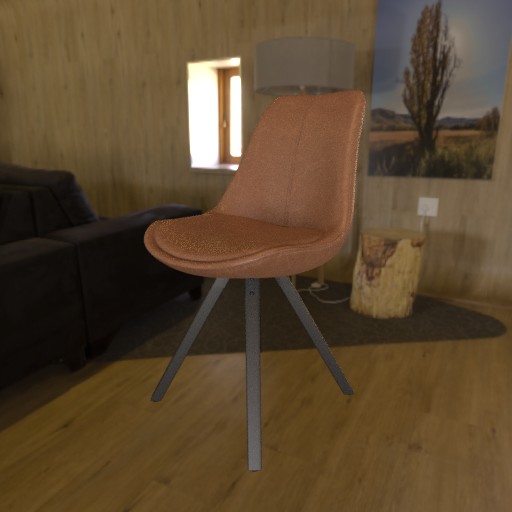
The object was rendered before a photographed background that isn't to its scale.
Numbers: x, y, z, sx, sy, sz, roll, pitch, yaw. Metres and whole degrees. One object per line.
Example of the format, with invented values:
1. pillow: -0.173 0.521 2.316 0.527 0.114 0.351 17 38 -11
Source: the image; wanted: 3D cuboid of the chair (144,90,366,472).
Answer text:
1. chair: 0.000 0.000 1.182 0.475 0.850 0.550 14 21 42
